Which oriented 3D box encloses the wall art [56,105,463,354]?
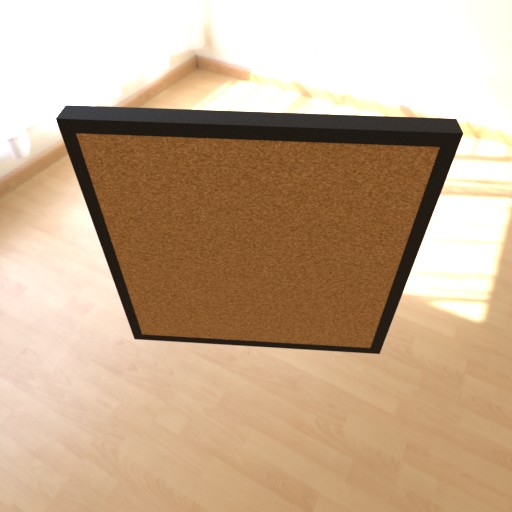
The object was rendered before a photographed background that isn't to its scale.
[{"bbox_3d":[0.000,0.000,0.743,0.506,0.503,0.036,3,46,3],"label":"wall art"}]
